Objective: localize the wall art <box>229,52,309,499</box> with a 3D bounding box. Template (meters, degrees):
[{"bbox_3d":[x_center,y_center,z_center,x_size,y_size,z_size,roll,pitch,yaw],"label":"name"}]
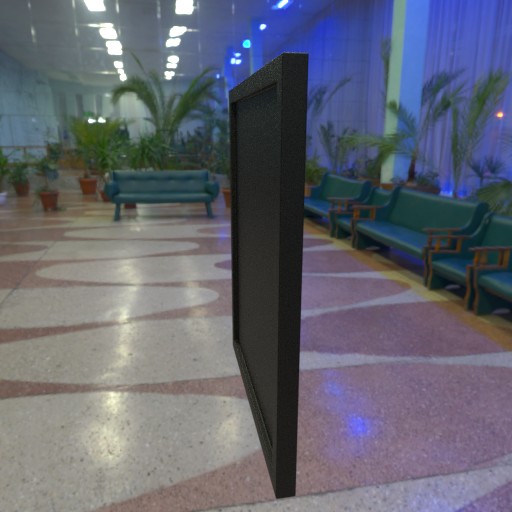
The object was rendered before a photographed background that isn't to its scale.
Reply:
[{"bbox_3d":[0.000,0.000,0.744,0.028,0.559,0.457,-3,16,-10],"label":"wall art"}]
